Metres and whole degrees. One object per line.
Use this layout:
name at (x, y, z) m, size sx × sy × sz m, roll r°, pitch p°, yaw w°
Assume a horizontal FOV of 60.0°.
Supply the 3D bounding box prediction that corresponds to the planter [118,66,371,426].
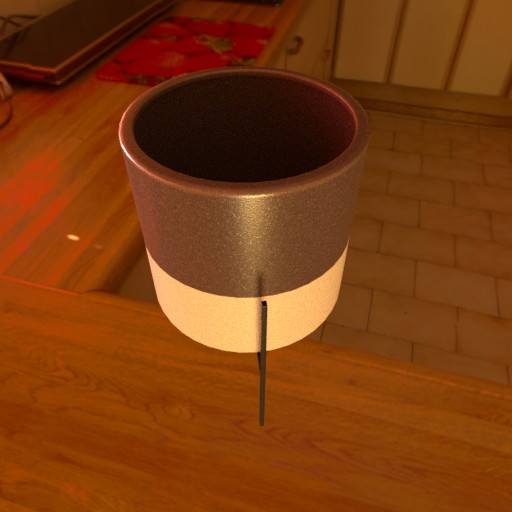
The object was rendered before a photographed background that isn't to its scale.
planter at (0.000, 0.000, 0.532) m, size 0.250 × 0.353 × 0.260 m, roll -10°, pitch 46°, yaw -10°
